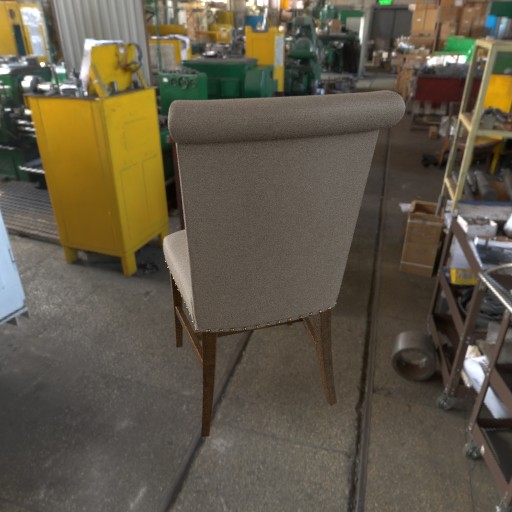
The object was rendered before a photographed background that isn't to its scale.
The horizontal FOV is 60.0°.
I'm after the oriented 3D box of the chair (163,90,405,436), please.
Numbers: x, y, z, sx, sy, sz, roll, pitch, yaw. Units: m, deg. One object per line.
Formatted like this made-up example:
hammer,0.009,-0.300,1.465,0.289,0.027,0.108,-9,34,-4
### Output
chair,0.000,0.000,1.341,0.513,0.988,0.608,-8,29,-15
